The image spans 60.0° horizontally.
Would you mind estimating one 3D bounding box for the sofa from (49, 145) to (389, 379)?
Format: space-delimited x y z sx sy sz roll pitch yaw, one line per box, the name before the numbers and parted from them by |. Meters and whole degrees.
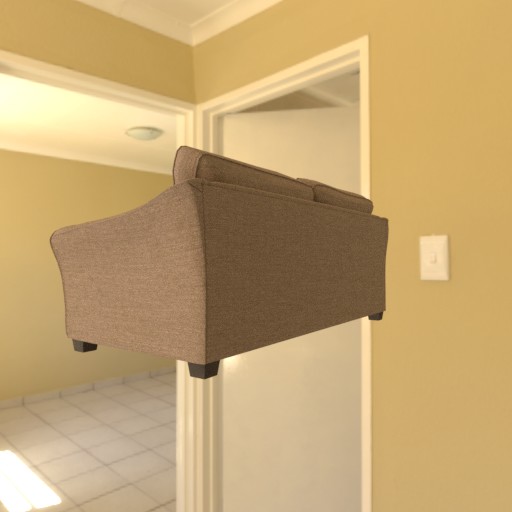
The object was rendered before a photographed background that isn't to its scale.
sofa | 0.000 0.000 2.813 0.980 0.965 2.270 0 0 35
